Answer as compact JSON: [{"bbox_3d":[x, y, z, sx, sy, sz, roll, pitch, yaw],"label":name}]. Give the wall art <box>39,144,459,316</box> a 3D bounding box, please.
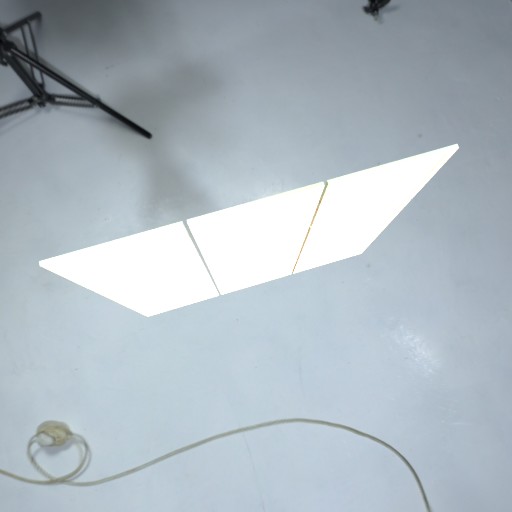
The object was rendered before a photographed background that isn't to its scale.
[{"bbox_3d":[0.000,0.000,1.823,1.214,1.219,0.013,-16,76,-4],"label":"wall art"}]
